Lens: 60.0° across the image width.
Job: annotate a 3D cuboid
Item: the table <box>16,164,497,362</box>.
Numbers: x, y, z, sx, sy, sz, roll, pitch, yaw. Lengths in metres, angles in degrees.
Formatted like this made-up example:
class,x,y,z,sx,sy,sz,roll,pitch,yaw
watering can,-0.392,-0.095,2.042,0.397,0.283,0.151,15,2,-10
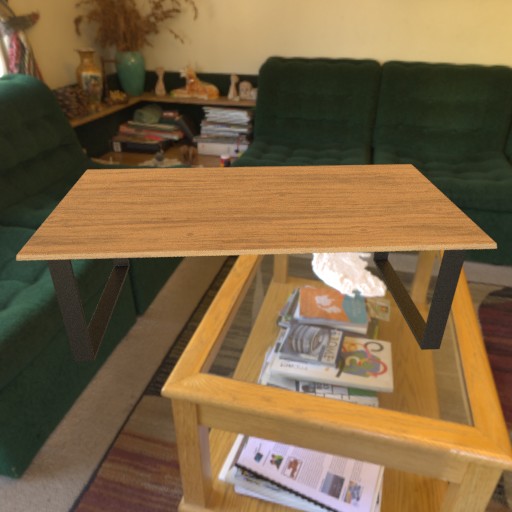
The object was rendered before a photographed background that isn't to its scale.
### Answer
class,x,y,z,sx,sy,sz,roll,pitch,yaw
table,0.000,0.000,1.629,1.331,0.445,0.693,-1,30,-2
